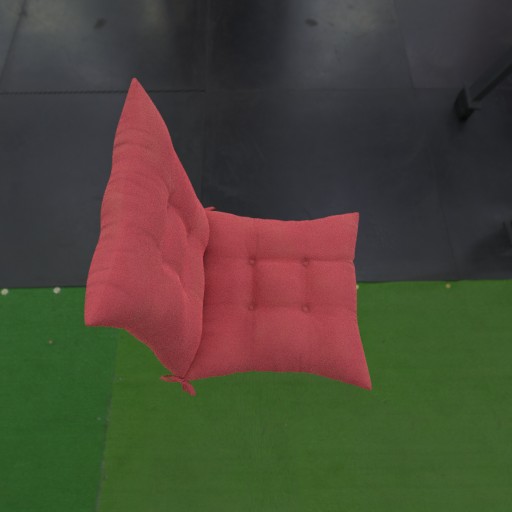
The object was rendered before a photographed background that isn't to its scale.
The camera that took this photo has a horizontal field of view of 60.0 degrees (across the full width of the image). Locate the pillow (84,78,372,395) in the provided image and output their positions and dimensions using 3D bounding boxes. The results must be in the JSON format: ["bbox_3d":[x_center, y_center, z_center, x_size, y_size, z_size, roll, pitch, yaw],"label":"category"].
[{"bbox_3d":[0.000,0.000,0.995,0.585,0.536,0.541,2,64,1],"label":"pillow"}]
